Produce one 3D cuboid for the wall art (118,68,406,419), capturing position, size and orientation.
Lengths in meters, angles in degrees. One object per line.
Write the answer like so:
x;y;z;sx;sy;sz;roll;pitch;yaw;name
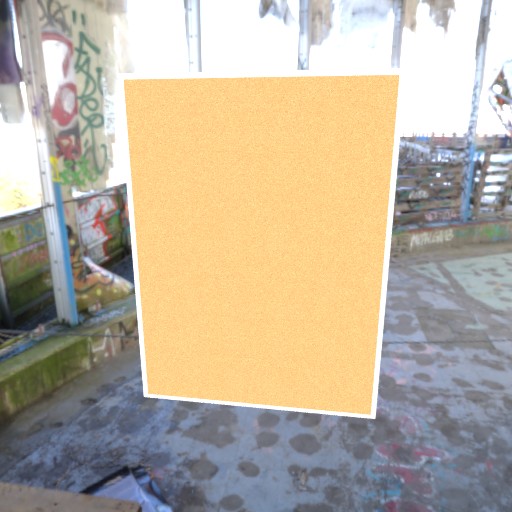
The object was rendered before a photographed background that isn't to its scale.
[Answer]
0.000;0.000;1.582;0.914;1.221;0.046;3;16;9;wall art
